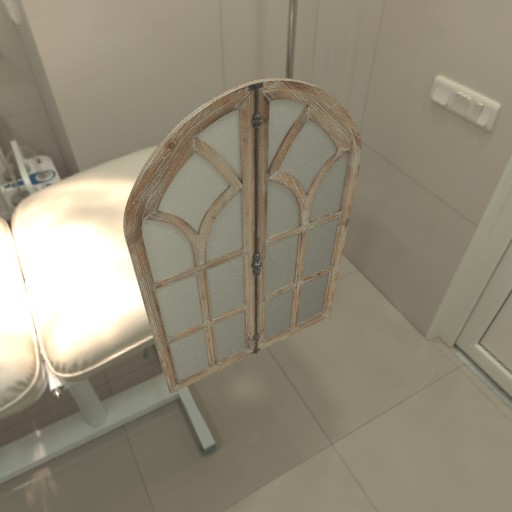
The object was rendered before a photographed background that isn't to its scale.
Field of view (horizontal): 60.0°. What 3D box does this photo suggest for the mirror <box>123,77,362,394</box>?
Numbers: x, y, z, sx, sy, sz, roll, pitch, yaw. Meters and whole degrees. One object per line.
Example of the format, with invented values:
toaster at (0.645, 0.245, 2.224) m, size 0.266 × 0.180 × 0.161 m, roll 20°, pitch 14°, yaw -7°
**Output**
mirror at (0.000, 0.000, 1.151) m, size 0.609 × 0.915 × 0.032 m, roll -22°, pitch 49°, yaw -20°
